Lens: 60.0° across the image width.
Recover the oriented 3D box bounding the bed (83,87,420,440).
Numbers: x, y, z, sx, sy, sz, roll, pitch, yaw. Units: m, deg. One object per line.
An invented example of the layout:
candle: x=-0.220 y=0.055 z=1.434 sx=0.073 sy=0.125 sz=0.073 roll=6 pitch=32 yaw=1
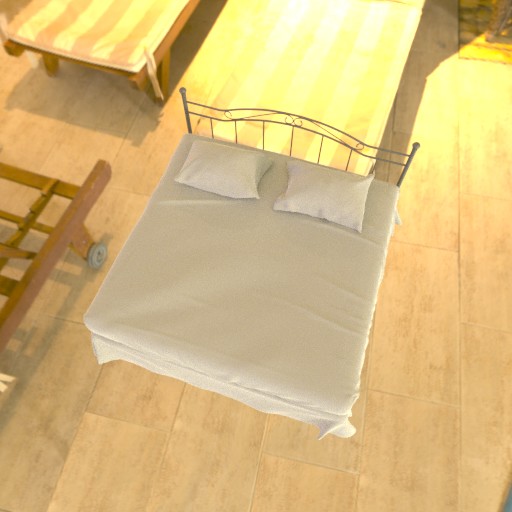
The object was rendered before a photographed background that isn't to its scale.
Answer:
bed: x=0.000 y=0.000 z=3.573 sx=2.309 sy=1.080 sz=2.220 roll=16 pitch=62 yaw=9
